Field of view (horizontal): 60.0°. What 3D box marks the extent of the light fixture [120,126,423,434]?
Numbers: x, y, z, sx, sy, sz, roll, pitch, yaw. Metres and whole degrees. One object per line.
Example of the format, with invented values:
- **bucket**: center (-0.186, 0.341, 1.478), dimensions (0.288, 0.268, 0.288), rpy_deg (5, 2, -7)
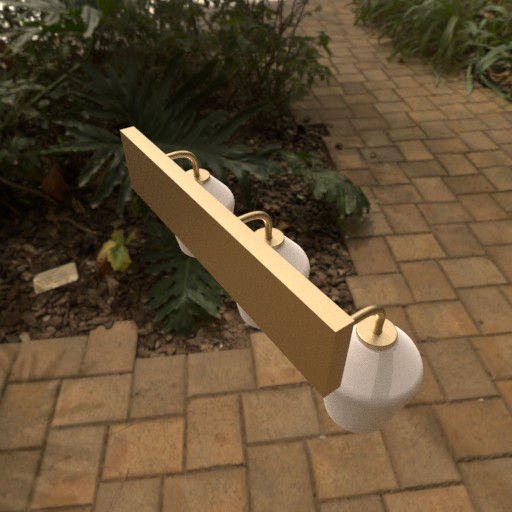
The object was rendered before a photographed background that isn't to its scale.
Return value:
- **light fixture**: center (0.000, 0.000, 0.716), dimensions (0.190, 0.280, 0.609), rpy_deg (-24, 46, -26)
